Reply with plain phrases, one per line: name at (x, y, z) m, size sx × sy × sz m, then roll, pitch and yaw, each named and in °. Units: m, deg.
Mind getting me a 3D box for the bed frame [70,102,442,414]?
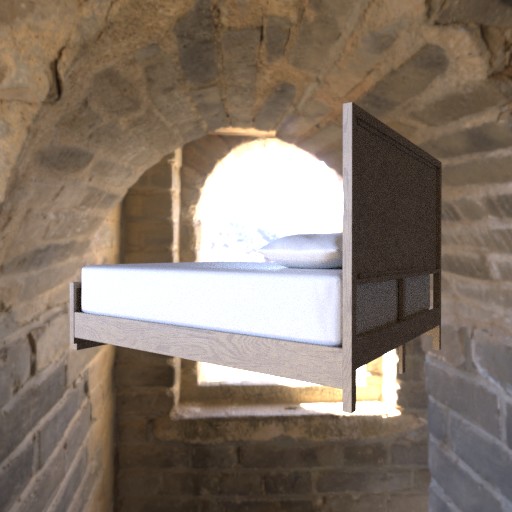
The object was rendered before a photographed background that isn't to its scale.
bed frame at (0.000, 0.000, 3.235) m, size 2.189 × 1.369 × 1.606 m, roll 0°, pitch 1°, yaw 36°
